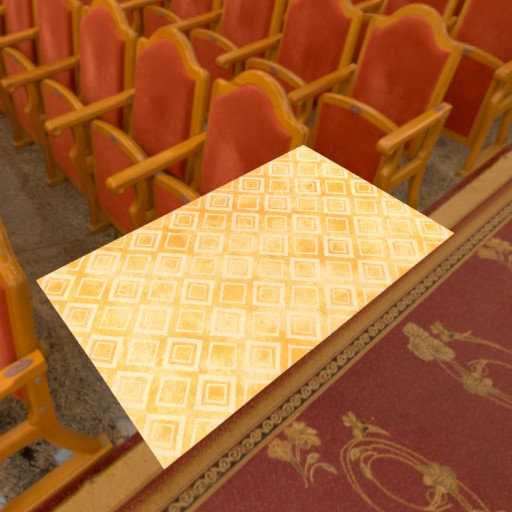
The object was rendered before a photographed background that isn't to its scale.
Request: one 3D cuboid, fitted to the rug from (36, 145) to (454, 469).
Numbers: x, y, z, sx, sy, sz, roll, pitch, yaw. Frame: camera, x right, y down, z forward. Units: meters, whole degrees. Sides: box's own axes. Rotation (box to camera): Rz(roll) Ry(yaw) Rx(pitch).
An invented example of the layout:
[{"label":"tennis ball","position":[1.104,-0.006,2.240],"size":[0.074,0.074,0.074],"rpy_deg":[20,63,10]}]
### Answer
[{"label":"rug","position":[0.000,0.000,2.989],"size":[2.424,0.010,1.511],"rpy_deg":[-32,54,-27]}]
